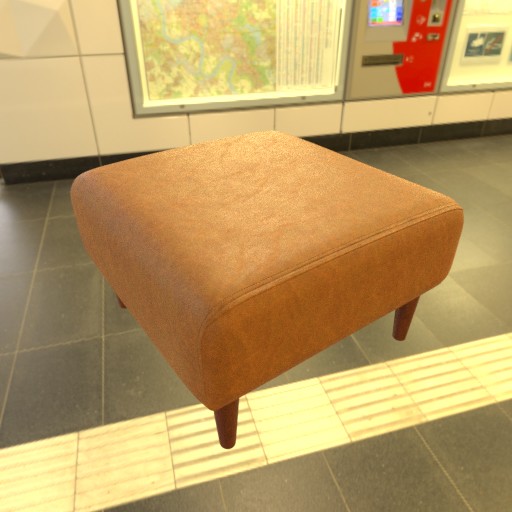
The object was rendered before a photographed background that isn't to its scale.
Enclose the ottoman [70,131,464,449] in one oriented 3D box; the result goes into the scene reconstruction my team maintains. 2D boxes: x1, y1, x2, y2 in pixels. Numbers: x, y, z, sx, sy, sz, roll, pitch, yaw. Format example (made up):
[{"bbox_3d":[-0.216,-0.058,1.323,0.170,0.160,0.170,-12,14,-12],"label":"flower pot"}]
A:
[{"bbox_3d":[0.000,0.000,1.052,0.650,0.399,0.650,-21,38,-29],"label":"ottoman"}]
